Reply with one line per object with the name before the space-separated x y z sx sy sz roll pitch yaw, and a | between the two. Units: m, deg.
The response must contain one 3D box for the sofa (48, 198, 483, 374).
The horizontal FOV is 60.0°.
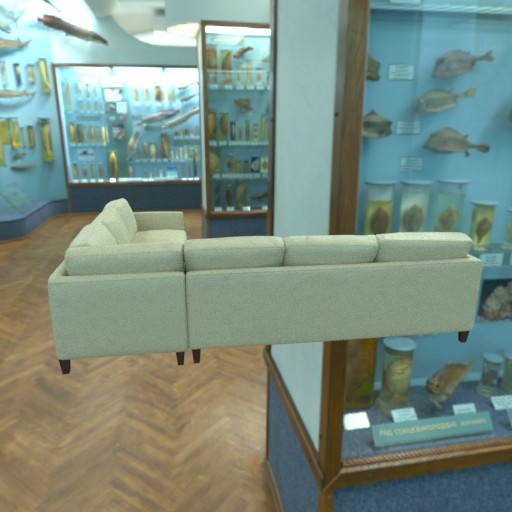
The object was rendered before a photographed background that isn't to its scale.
sofa | 0.000 0.000 4.506 3.302 0.947 2.593 -2 16 -9
